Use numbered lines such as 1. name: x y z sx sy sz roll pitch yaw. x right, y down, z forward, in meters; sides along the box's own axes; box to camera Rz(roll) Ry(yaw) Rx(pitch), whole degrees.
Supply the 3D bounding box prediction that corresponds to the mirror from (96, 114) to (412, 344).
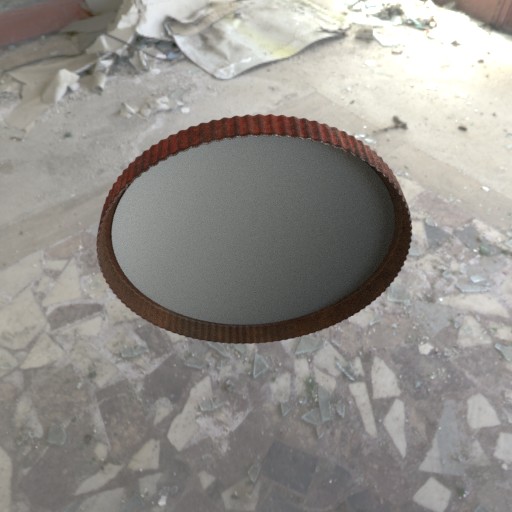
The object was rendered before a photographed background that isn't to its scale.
1. mirror: 0.000 0.000 0.897 0.609 0.609 0.056 -3 49 -3
